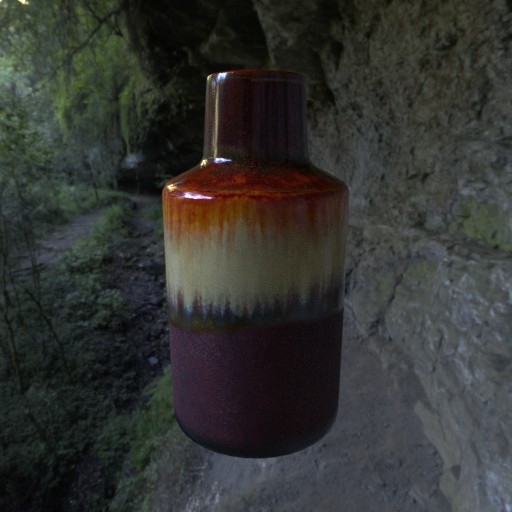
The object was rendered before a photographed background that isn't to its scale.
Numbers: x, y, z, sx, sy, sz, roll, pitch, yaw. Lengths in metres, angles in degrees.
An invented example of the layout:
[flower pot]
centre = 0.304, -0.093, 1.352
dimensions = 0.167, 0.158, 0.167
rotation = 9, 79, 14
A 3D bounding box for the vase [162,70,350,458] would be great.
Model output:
[vase]
centre = 0.000, 0.000, 0.269
dimensions = 0.108, 0.204, 0.108
rotation = 0, 15, 0
